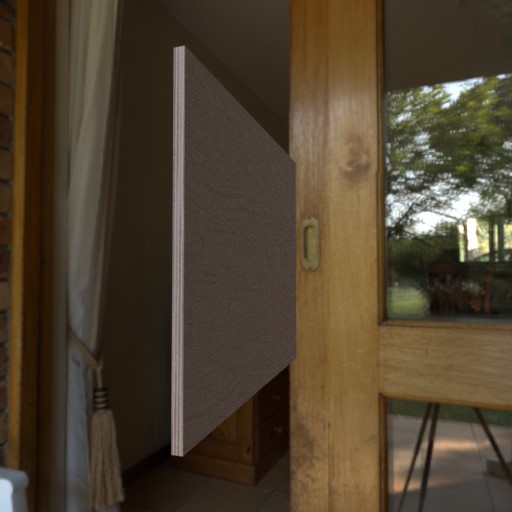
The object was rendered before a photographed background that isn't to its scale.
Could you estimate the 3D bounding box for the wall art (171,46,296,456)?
[{"bbox_3d":[0.000,0.000,0.681,0.013,0.406,0.508,-1,-2,18],"label":"wall art"}]
